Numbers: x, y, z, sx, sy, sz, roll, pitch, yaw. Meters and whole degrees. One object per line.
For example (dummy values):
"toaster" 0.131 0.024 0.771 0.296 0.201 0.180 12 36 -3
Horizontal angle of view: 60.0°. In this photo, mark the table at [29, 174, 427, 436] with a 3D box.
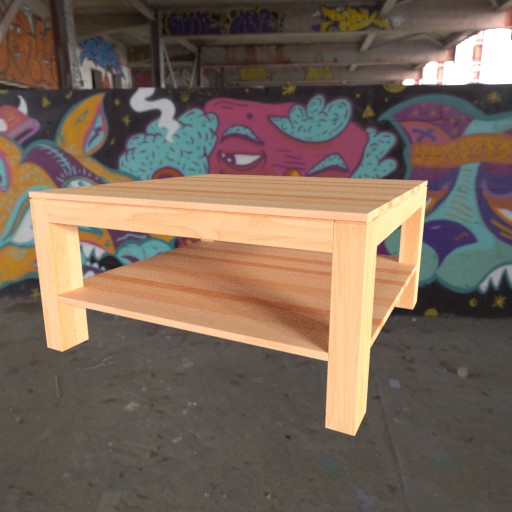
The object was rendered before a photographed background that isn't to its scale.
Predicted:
"table" 0.000 0.000 1.424 0.900 0.450 0.900 7 15 26
